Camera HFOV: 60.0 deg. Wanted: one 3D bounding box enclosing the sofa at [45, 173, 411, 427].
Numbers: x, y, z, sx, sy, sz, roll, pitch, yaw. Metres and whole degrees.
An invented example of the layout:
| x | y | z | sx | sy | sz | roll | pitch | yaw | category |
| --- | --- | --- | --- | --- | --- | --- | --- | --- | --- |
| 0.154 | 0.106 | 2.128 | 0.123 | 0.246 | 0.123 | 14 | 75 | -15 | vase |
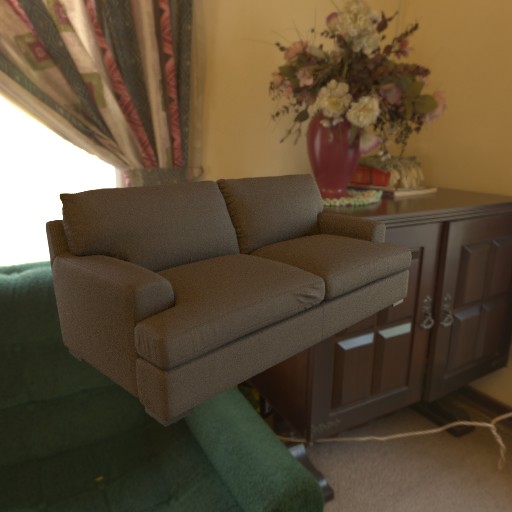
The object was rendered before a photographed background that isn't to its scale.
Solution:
| x | y | z | sx | sy | sz | roll | pitch | yaw | category |
| --- | --- | --- | --- | --- | --- | --- | --- | --- | --- |
| 0.000 | 0.000 | 2.893 | 1.140 | 0.950 | 2.271 | 13 | 19 | 43 | sofa |
